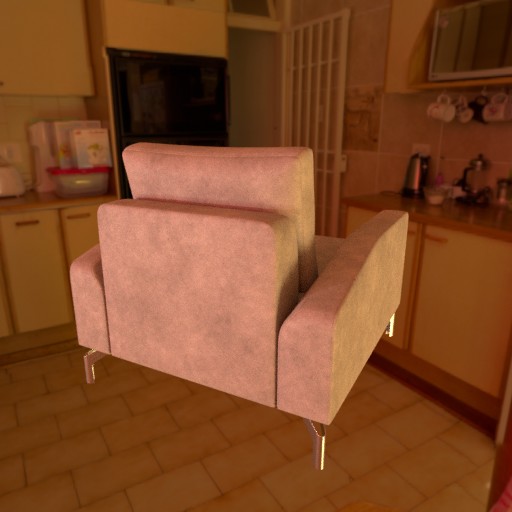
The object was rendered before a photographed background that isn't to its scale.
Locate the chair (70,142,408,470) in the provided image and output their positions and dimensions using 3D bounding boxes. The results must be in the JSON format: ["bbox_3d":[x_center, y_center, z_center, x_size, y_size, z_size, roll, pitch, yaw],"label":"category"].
[{"bbox_3d":[0.000,0.000,1.596,0.900,0.800,0.900,9,19,27],"label":"chair"}]
